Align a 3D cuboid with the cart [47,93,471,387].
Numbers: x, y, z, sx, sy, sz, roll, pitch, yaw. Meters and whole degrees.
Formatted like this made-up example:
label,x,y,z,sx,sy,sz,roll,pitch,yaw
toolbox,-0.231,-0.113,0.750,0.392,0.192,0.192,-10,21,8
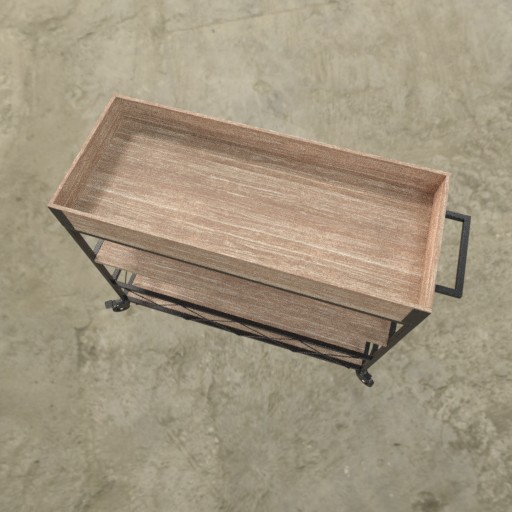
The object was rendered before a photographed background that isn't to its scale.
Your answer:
label,x,y,z,sx,sy,sz,roll,pitch,yaw
cart,0.000,0.000,1.489,1.101,0.787,0.500,15,65,7
